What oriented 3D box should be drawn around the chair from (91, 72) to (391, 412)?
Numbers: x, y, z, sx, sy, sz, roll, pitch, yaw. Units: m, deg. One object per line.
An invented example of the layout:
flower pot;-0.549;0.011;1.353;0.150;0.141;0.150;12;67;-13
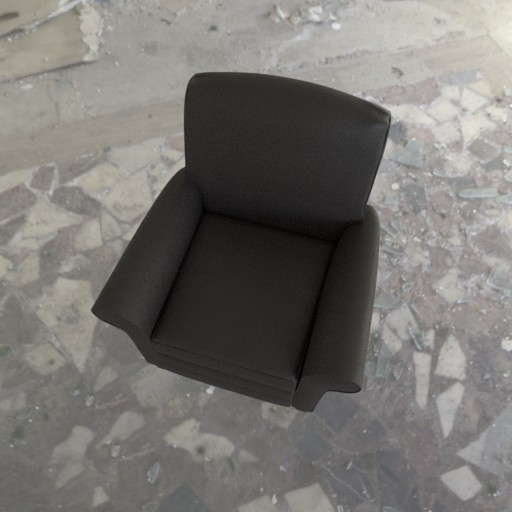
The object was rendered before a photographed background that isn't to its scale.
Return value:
chair;0.000;0.000;1.791;0.978;1.061;0.902;14;59;9
